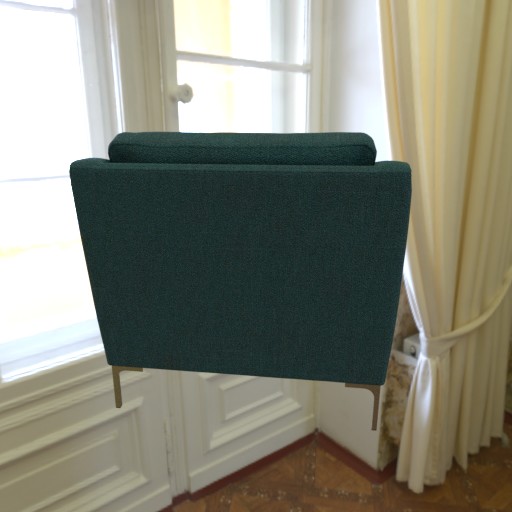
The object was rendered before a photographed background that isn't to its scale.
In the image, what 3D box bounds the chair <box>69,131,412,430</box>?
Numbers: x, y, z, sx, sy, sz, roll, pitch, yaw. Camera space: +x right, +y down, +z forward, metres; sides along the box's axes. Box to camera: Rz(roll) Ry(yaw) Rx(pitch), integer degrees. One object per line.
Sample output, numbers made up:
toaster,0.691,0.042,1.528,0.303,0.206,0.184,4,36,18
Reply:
chair,0.000,0.000,1.521,0.847,0.828,0.849,2,16,8
